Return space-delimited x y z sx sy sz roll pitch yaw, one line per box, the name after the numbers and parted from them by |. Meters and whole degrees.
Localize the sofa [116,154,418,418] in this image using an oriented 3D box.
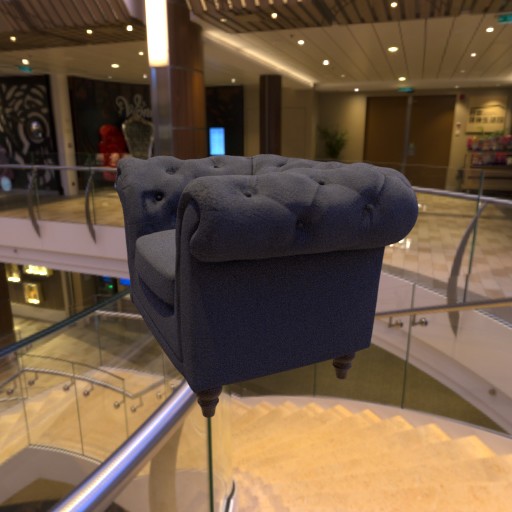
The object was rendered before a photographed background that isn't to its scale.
0.000 0.000 2.039 1.032 0.878 1.405 -7 17 -25 | sofa
